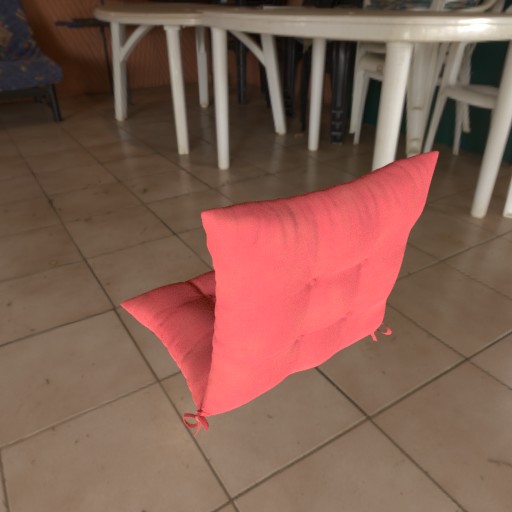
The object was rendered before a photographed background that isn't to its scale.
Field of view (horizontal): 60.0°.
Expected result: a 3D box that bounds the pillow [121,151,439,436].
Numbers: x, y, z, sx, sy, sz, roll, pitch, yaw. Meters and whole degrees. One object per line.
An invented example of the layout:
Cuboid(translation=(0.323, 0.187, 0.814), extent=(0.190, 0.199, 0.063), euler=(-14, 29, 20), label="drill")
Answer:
Cuboid(translation=(0.000, 0.000, 1.018), extent=(0.541, 0.536, 0.585), euler=(-19, 35, -29), label="pillow")
